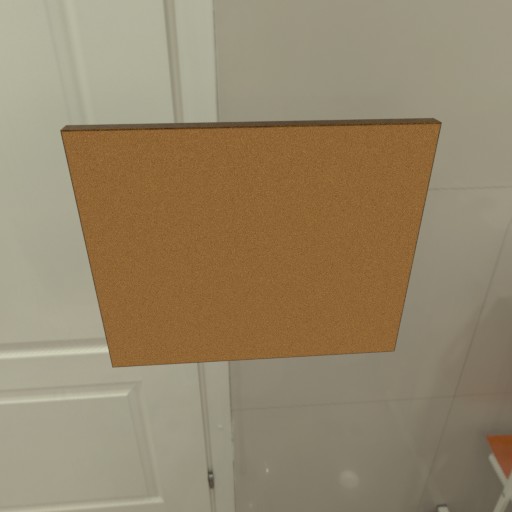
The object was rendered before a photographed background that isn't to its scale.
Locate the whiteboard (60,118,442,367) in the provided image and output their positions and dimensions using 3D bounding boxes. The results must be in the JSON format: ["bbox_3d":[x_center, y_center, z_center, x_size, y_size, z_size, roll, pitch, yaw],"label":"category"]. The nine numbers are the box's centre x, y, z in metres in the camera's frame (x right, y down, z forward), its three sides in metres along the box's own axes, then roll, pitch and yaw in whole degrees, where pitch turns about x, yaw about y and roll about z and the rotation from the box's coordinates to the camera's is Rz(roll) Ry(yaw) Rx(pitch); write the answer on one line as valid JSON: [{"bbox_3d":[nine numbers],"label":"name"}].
[{"bbox_3d":[0.000,0.000,0.777,0.561,0.457,0.029,-2,30,-4],"label":"whiteboard"}]
